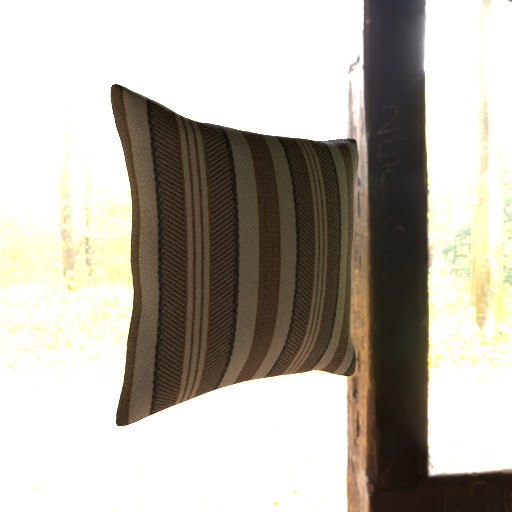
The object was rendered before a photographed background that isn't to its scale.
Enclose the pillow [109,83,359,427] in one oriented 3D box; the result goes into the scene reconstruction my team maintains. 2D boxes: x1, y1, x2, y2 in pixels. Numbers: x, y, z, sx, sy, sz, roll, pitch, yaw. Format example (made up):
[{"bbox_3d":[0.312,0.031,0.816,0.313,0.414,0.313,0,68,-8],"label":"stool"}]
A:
[{"bbox_3d":[0.000,0.000,0.632,0.416,0.401,0.173,0,0,-36],"label":"pillow"}]
